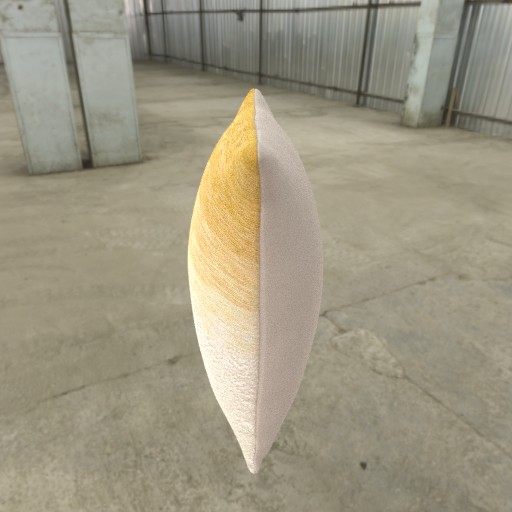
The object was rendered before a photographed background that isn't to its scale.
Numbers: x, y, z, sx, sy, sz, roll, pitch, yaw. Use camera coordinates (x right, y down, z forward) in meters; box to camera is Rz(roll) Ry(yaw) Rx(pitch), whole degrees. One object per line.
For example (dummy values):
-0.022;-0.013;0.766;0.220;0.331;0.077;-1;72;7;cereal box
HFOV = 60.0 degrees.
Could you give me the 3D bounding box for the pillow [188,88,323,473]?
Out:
0.000;0.000;0.703;0.211;0.450;0.450;0;27;0;pillow
